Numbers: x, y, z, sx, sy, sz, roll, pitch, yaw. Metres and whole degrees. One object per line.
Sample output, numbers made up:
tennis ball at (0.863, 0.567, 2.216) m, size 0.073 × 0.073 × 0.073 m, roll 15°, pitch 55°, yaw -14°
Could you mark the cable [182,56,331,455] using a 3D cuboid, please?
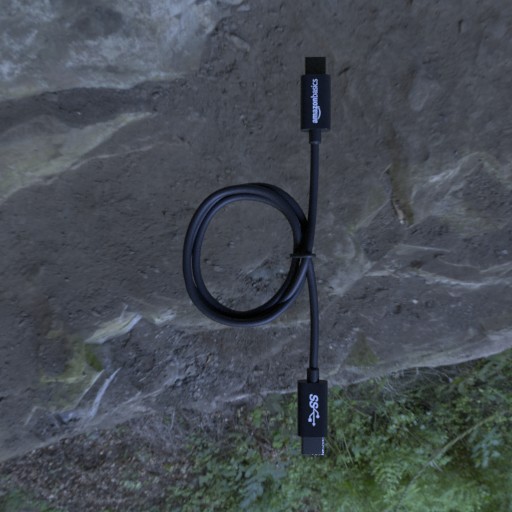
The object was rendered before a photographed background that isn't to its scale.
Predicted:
cable at (0.000, 0.000, 0.206) m, size 0.070 × 0.014 × 0.186 m, roll 0°, pitch 90°, yaw 2°
